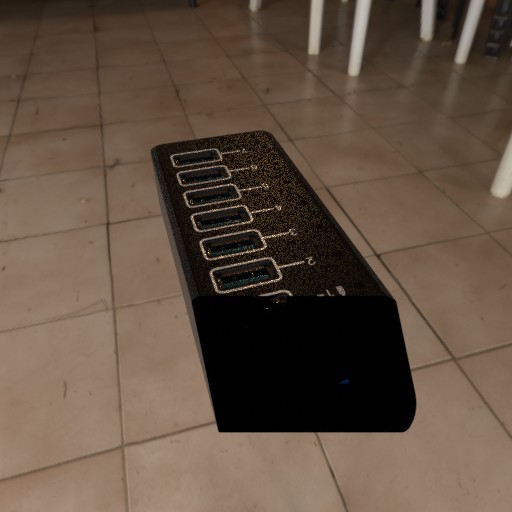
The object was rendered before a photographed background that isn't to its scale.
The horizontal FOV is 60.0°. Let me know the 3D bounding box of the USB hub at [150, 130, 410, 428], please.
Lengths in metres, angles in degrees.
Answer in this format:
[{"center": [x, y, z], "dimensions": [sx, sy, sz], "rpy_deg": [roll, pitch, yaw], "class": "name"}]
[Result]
[{"center": [0.000, 0.000, 0.127], "dimensions": [0.044, 0.023, 0.110], "rpy_deg": [-12, 43, -13], "class": "USB hub"}]
